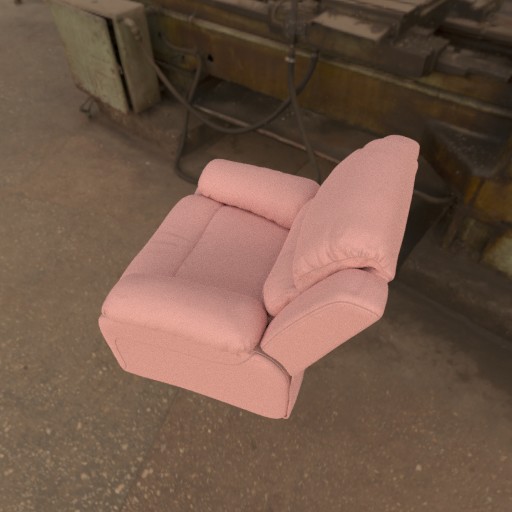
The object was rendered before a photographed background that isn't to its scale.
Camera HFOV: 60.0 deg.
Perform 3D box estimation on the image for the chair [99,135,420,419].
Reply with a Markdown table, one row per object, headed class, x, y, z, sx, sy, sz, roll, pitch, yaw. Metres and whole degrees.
| class | x | y | z | sx | sy | sz | roll | pitch | yaw |
| --- | --- | --- | --- | --- | --- | --- | --- | --- | --- |
| chair | 0.000 | 0.000 | 1.246 | 0.709 | 0.702 | 0.680 | 15 | 49 | 14 |
